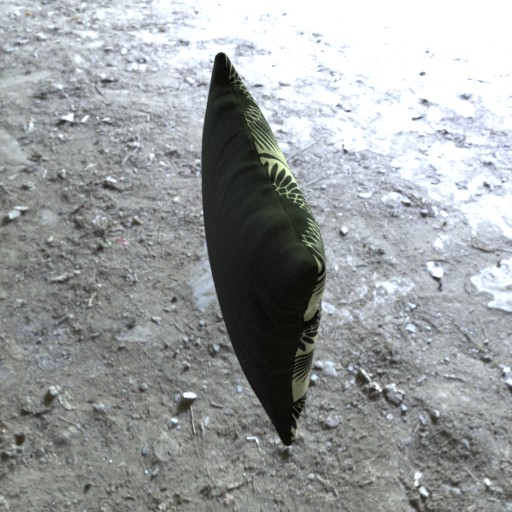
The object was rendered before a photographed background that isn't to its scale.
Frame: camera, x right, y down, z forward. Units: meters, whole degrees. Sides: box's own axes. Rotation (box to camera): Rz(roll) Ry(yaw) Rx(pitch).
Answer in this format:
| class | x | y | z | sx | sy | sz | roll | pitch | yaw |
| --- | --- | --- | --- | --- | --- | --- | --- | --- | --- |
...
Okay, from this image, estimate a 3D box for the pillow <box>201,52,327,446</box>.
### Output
| class | x | y | z | sx | sy | sz | roll | pitch | yaw |
| --- | --- | --- | --- | --- | --- | --- | --- | --- | --- |
| pillow | 0.000 | 0.000 | 0.672 | 0.139 | 0.432 | 0.432 | -11 | 50 | -9 |
